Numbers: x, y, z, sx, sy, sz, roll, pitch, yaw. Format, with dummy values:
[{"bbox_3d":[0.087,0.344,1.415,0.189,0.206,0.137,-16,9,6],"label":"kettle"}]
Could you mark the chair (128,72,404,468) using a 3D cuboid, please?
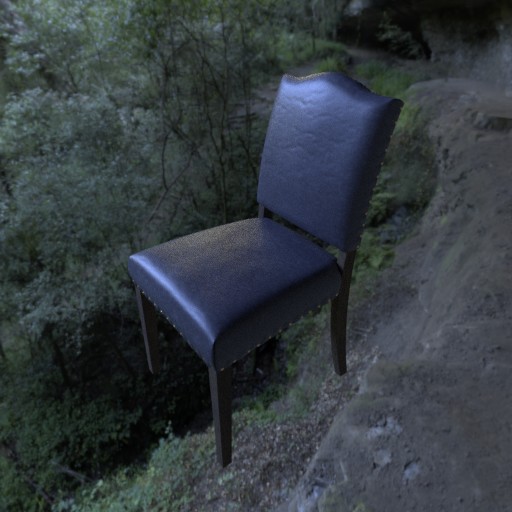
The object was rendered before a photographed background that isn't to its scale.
[{"bbox_3d":[0.000,0.000,1.348,0.633,0.991,0.500,-22,39,-31],"label":"chair"}]
